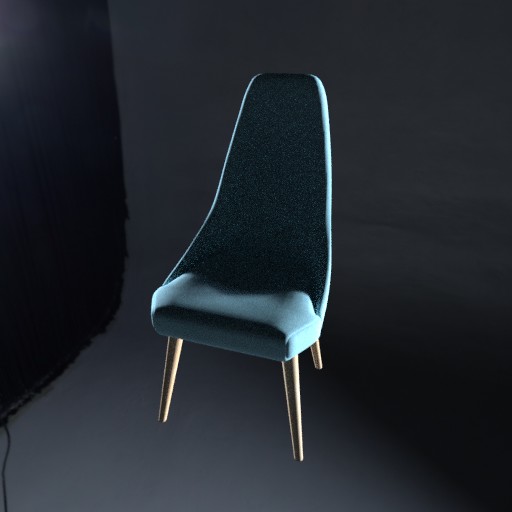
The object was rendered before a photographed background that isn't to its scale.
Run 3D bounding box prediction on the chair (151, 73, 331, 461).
[{"bbox_3d":[0.000,0.000,1.421,0.510,1.040,0.660,9,28,17],"label":"chair"}]
